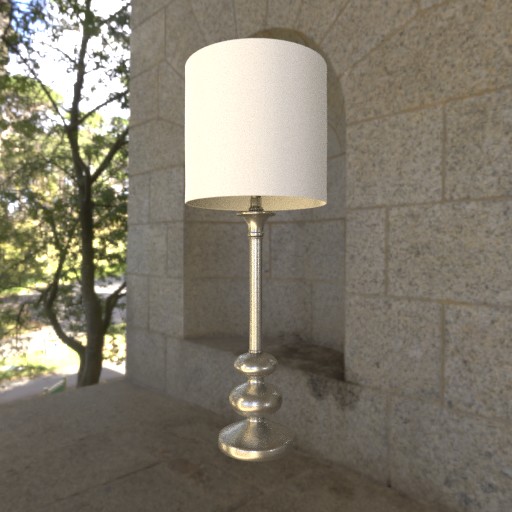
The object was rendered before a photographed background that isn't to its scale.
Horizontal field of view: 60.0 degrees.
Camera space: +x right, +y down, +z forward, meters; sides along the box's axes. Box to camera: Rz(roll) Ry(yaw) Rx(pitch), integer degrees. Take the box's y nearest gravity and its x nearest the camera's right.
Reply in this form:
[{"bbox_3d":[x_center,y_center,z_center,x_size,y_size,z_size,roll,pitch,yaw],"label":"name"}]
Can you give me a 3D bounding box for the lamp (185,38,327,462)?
[{"bbox_3d":[0.000,0.000,0.804,0.254,0.690,0.254,0,1,17],"label":"lamp"}]
